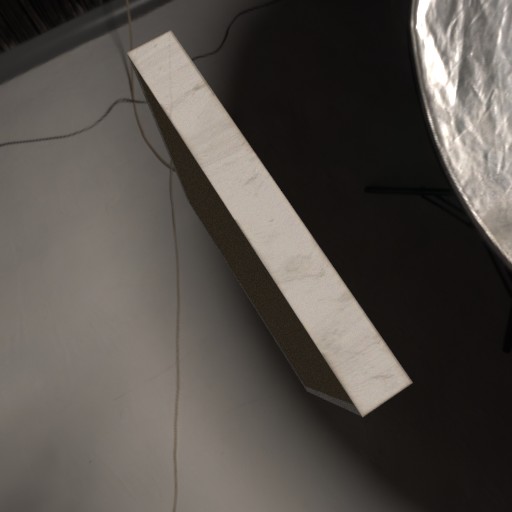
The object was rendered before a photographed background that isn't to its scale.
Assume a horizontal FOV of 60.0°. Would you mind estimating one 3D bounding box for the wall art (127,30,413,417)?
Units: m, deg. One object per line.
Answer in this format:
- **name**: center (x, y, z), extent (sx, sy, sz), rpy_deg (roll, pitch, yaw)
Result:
- **wall art**: center (0.000, 0.000, 0.450), extent (0.038, 0.303, 0.305), rpy_deg (-31, 78, -7)
